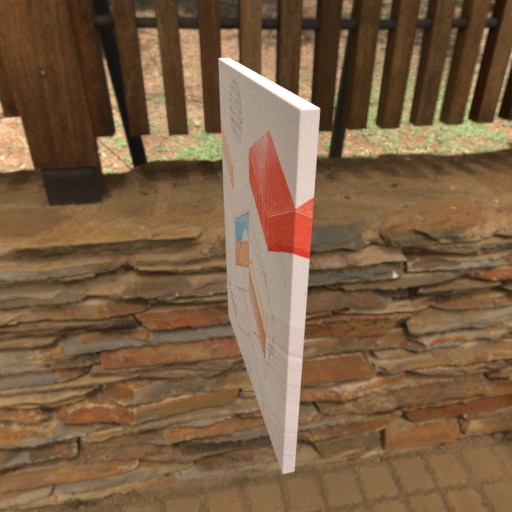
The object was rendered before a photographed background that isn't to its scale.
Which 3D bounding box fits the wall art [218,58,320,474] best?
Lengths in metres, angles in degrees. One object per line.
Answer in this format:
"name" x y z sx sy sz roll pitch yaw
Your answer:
"wall art" 0.000 0.000 1.333 0.045 1.014 0.759 -8 31 -13
